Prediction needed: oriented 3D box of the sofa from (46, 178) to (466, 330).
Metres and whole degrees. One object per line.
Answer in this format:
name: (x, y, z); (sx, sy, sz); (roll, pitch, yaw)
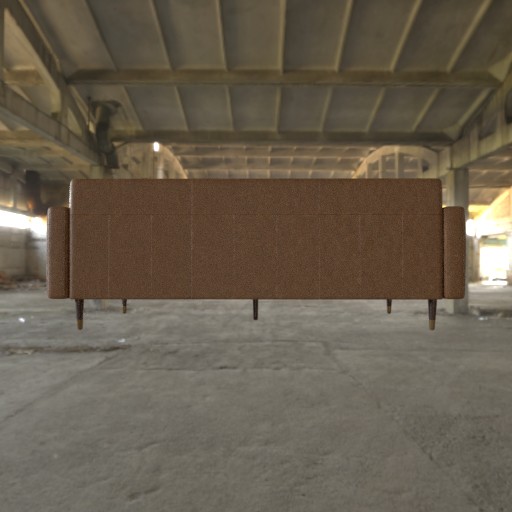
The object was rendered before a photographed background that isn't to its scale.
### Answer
sofa: (0.000, 0.000, 2.831); (2.291, 0.821, 0.990); (0, -1, 0)
